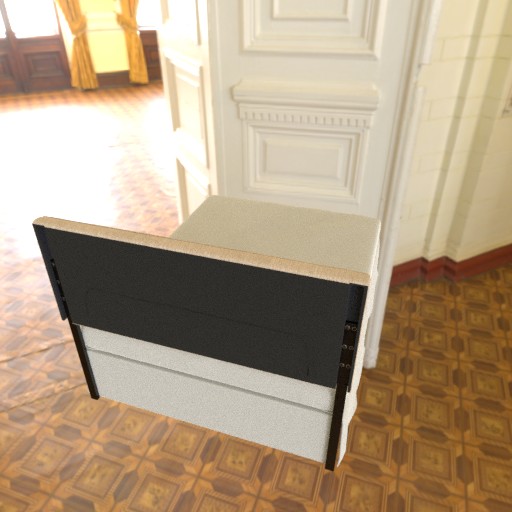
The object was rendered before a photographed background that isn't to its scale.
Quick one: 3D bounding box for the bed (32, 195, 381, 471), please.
[{"bbox_3d":[0.000,0.000,3.013,1.643,1.270,1.978,10,34,15],"label":"bed"}]
